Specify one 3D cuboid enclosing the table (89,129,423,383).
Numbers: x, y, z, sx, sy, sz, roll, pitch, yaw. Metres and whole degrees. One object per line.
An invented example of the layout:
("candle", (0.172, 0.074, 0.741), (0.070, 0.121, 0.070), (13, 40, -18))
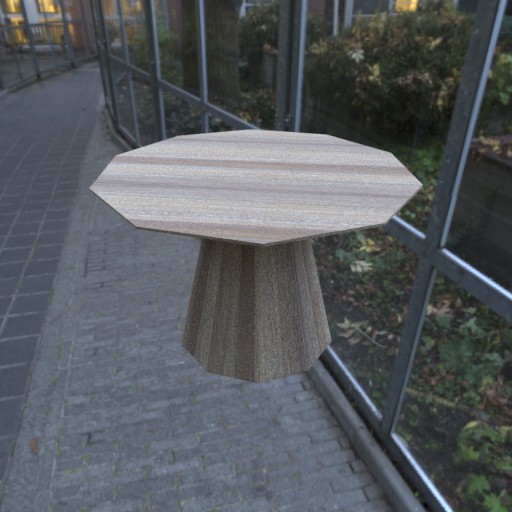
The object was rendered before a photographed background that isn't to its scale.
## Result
("table", (0.000, 0.000, 1.846), (1.186, 0.752, 1.186), (0, 30, 0))
